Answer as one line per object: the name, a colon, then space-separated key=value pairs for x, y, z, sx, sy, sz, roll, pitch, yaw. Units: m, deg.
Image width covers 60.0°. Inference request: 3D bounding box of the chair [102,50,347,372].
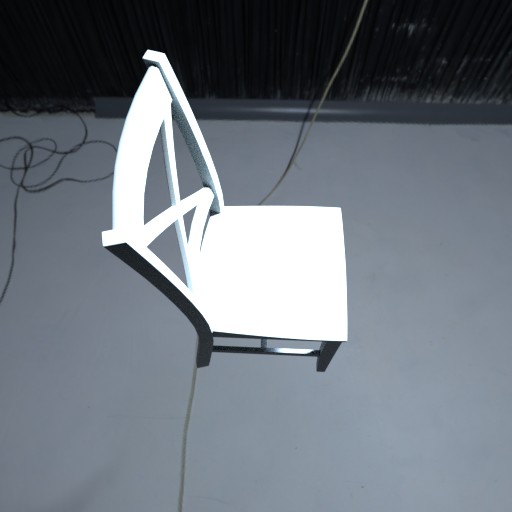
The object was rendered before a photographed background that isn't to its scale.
chair: x=0.000 y=0.000 z=1.286 sx=0.542 sy=0.983 sz=0.485 roll=2 pitch=63 yaw=1
